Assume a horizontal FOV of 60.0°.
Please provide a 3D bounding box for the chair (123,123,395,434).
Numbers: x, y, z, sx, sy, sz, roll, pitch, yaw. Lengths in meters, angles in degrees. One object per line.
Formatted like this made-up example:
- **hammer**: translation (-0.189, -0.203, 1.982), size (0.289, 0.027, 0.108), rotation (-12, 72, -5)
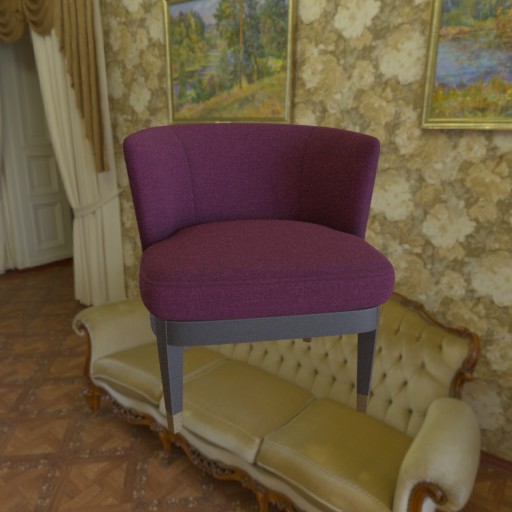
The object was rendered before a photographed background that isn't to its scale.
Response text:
- **chair**: translation (0.000, 0.000, 1.298), size (0.700, 0.760, 0.660), rotation (-3, 16, -9)
